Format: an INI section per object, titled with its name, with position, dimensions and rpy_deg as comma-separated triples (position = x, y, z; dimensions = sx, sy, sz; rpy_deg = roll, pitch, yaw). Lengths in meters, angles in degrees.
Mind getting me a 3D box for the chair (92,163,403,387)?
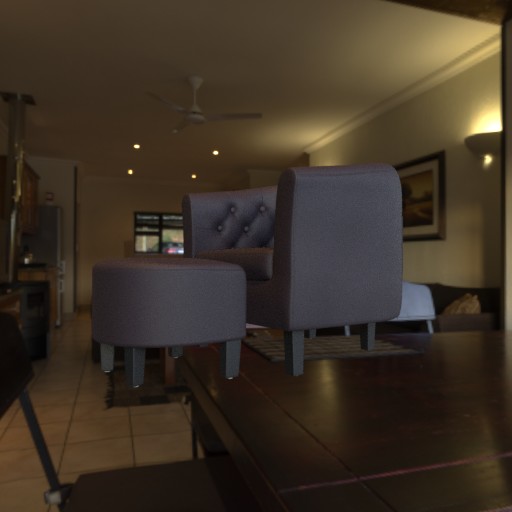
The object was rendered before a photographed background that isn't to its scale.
[chair]
position = 0.000, 0.000, 1.673
dimensions = 1.191, 0.760, 0.763
rpy_deg = 1, -1, -37
